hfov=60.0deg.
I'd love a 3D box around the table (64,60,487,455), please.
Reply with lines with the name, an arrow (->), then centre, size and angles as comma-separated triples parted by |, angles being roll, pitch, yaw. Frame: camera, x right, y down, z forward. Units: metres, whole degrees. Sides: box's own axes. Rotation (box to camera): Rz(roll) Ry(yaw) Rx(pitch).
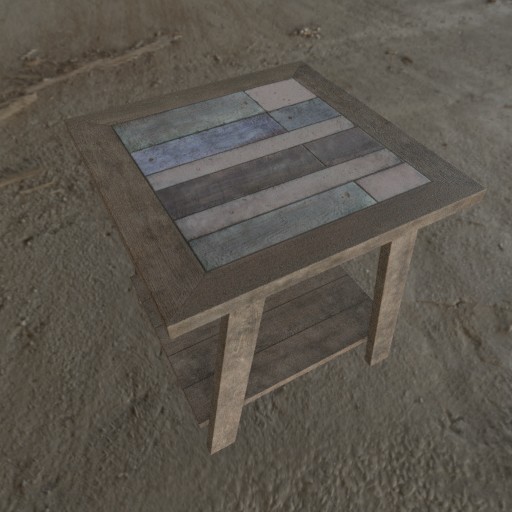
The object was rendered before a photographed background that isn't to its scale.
table -> 0.000, 0.000, 1.097 | 0.610, 0.610, 0.610 | -22, 51, -19
